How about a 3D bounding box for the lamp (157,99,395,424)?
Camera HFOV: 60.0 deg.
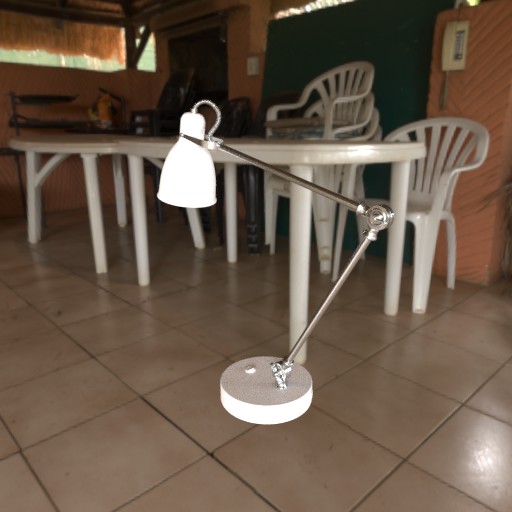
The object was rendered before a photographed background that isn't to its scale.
[{"bbox_3d":[0.000,0.000,0.854,0.187,0.587,0.561,-15,22,-42],"label":"lamp"}]
